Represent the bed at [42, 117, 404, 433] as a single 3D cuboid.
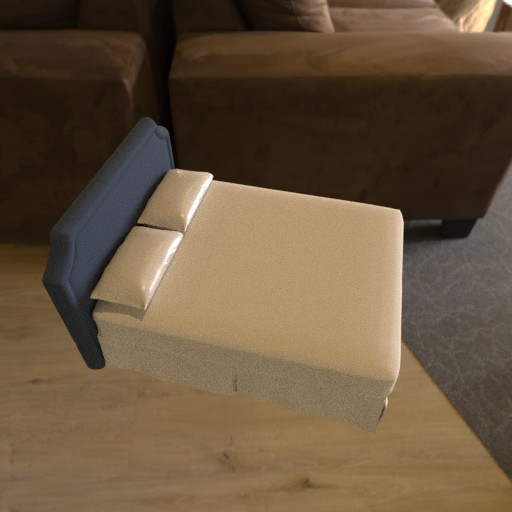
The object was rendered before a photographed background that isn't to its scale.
[{"bbox_3d":[0.000,0.000,3.400,2.260,1.297,1.831,10,48,9],"label":"bed"}]
